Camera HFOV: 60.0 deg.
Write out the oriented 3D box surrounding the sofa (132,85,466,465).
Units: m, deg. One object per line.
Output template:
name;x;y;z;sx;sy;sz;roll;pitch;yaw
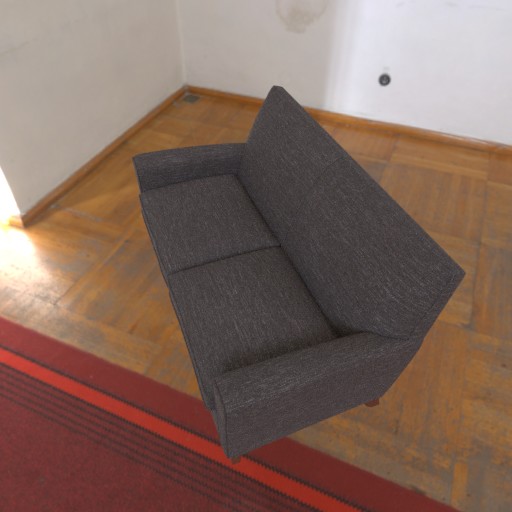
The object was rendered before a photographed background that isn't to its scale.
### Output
sofa;0.000;0.000;2.059;0.867;0.905;1.509;-16;47;-15
